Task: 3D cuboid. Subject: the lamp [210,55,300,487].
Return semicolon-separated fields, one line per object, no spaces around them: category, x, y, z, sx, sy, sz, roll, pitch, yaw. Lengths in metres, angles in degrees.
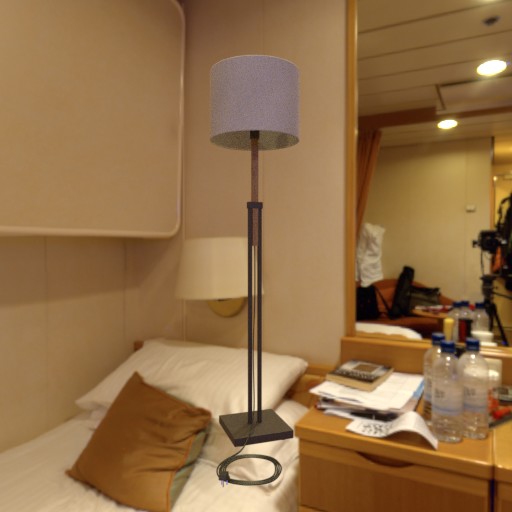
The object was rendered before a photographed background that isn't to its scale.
lamp;0.000;0.000;1.917;0.474;1.650;0.639;-1;2;-19
